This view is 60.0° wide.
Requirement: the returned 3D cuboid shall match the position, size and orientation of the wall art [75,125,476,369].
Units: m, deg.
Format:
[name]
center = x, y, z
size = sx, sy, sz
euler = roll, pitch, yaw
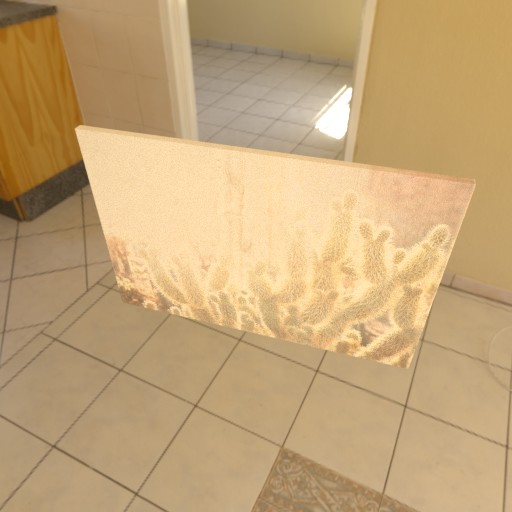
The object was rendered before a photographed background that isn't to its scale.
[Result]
[wall art]
center = 0.000, 0.000, 1.967
size = 1.525, 1.012, 0.038
euler = 11, 41, 13
